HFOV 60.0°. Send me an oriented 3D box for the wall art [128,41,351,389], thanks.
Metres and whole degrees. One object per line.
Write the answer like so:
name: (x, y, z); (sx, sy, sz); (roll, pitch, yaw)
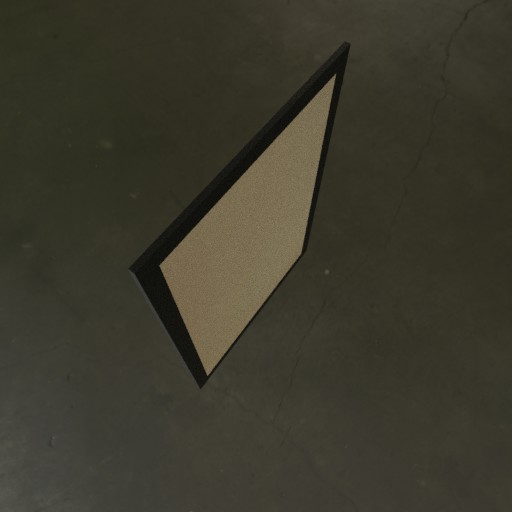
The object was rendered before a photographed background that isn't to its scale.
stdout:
wall art: (0.000, 0.000, 0.700); (0.008, 0.530, 0.379); (33, 67, 16)
